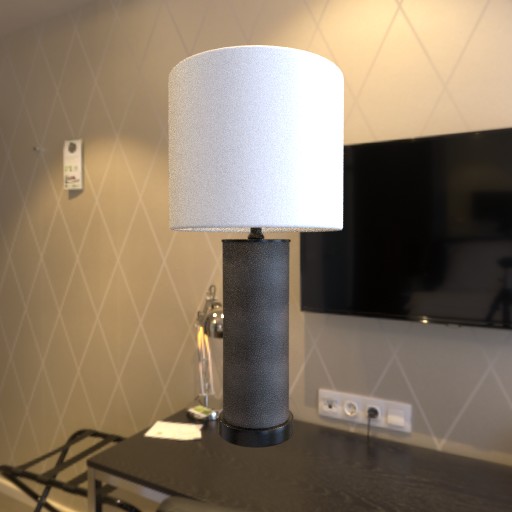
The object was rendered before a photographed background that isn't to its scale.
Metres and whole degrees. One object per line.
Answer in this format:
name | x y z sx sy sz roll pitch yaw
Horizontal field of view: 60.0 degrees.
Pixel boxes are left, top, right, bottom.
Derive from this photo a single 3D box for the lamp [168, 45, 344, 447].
lamp | 0.000 0.000 0.795 0.305 0.634 0.305 0 2 -1
